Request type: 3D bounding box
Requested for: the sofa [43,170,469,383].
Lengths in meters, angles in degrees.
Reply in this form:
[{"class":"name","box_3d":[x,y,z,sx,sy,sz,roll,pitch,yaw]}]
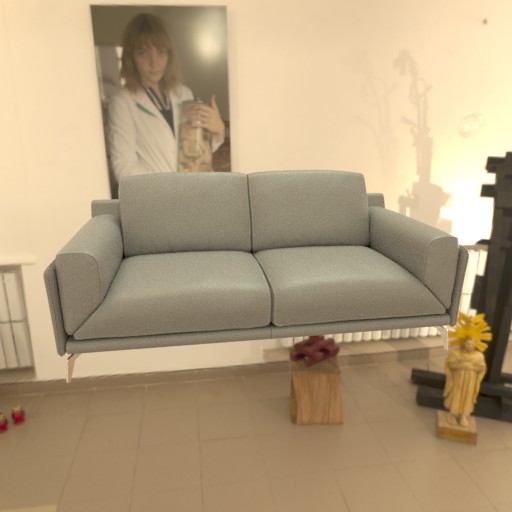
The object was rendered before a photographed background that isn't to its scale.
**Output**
[{"class":"sofa","box_3d":[0.000,0.000,2.643,2.101,0.930,1.049,-3,16,-9]}]
